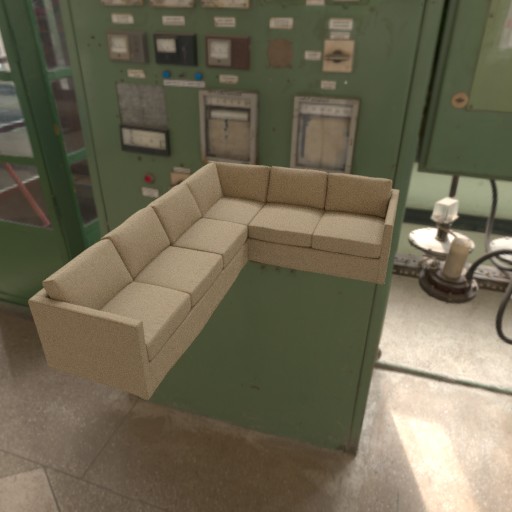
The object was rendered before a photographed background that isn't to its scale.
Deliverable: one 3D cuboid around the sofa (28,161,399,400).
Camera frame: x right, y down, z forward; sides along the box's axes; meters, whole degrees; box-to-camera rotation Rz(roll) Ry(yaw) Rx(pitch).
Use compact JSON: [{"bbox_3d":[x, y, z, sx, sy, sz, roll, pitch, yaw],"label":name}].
[{"bbox_3d":[0.000,0.000,4.291,2.432,0.871,3.182,10,31,17],"label":"sofa"}]
